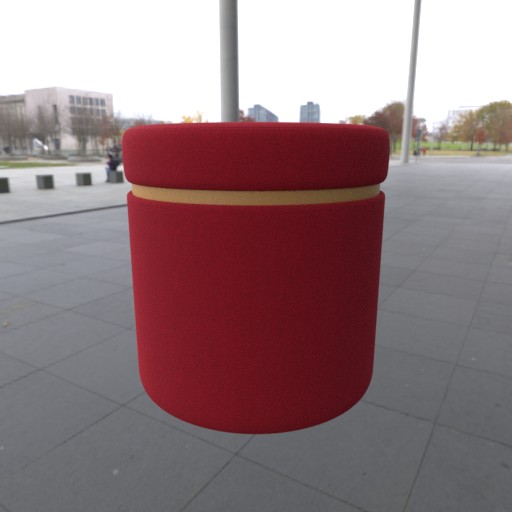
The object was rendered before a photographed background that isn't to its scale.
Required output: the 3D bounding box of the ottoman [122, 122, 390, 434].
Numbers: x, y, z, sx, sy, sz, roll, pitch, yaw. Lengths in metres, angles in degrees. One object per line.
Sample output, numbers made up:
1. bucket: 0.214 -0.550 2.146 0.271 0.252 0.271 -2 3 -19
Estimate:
1. ottoman: 0.000 0.000 0.730 0.400 0.406 0.400 0 14 0
